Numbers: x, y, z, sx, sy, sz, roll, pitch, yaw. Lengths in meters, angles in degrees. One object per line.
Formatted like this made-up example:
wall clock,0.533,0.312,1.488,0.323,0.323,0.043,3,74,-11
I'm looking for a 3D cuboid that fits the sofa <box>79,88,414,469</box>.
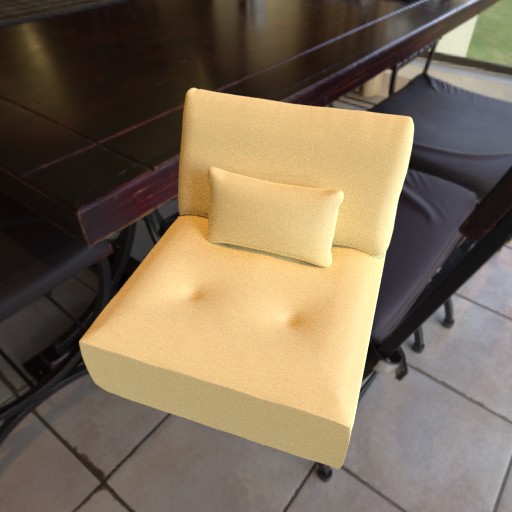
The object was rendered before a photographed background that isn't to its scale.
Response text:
sofa,0.000,0.000,1.646,0.930,0.820,1.000,13,43,14
